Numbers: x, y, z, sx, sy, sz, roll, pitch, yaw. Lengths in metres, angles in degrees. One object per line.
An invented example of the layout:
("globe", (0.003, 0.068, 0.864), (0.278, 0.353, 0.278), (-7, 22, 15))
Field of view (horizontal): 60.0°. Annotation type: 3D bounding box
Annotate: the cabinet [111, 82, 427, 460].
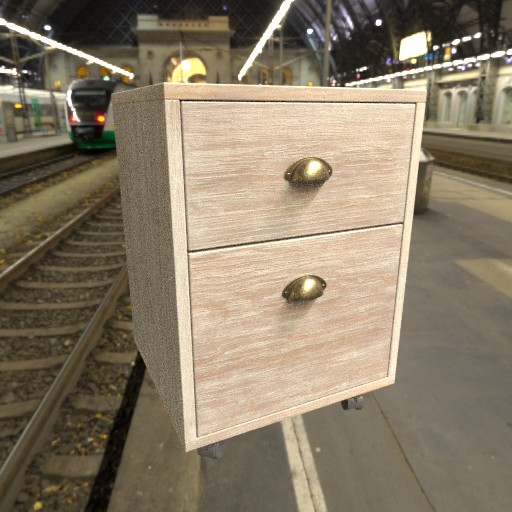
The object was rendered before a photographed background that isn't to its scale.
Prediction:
("cabinet", (0.000, 0.000, 0.834), (0.409, 0.579, 0.401), (-9, 20, -25))
